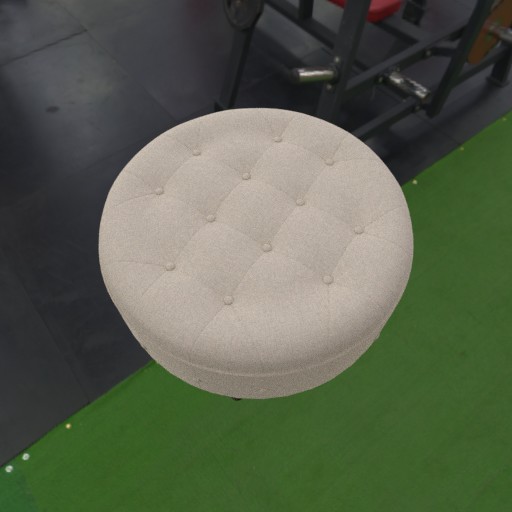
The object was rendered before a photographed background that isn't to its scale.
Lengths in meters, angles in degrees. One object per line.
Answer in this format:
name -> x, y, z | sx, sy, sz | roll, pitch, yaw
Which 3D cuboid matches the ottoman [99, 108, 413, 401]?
ottoman -> 0.000, 0.000, 1.358 | 0.848, 0.494, 0.848 | 0, 58, 0
